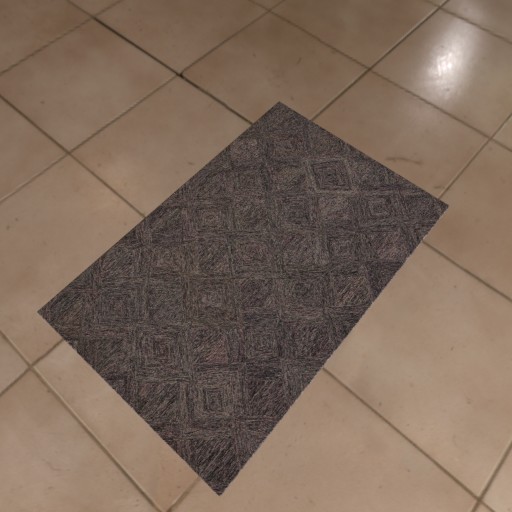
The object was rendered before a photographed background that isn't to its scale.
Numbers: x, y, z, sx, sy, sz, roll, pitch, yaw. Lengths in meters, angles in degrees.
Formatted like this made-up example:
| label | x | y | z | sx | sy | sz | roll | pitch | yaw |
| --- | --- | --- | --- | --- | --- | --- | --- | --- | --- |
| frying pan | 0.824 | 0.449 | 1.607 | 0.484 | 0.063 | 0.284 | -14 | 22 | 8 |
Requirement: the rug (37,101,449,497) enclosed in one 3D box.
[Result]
| label | x | y | z | sx | sy | sz | roll | pitch | yaw |
| --- | --- | --- | --- | --- | --- | --- | --- | --- | --- |
| rug | 0.000 | 0.000 | 2.843 | 1.501 | 0.017 | 2.298 | 37 | 69 | 17 |
